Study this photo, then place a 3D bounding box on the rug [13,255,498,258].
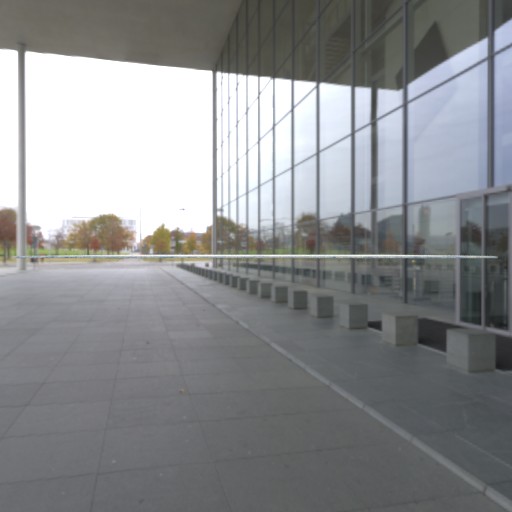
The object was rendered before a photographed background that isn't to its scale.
[{"bbox_3d":[0.000,0.000,3.989,3.056,0.013,2.441,0,0,0],"label":"rug"}]
